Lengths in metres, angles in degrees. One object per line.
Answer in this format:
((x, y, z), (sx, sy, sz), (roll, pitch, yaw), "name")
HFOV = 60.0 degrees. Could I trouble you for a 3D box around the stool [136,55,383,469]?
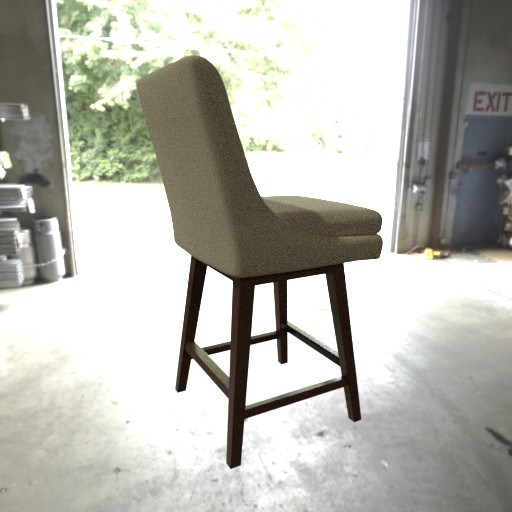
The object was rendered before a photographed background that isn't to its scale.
((0.000, 0.000, 1.297), (0.559, 0.991, 0.483), (-8, 16, -28), "stool")
